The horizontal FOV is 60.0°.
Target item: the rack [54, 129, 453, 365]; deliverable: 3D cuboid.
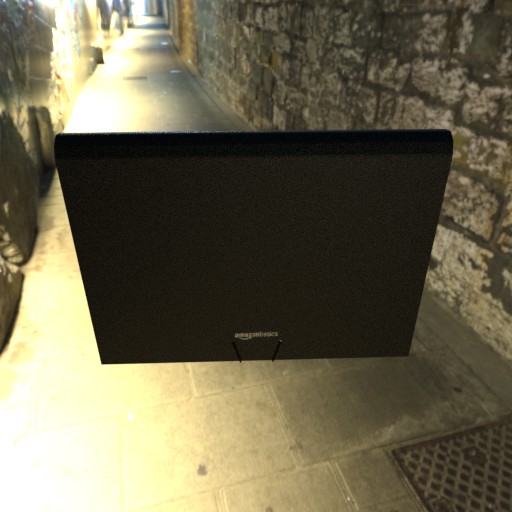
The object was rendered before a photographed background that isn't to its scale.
[{"bbox_3d":[0.000,0.000,0.433,0.330,0.241,0.041,-1,30,-2],"label":"rack"}]
